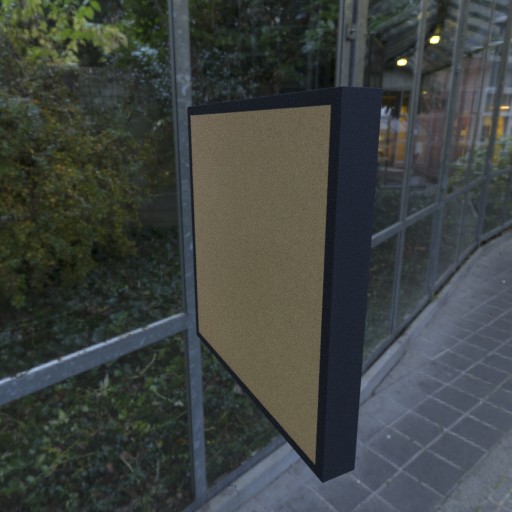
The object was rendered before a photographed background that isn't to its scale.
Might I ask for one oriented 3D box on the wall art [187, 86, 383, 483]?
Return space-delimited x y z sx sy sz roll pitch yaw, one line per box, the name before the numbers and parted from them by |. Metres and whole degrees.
wall art | 0.000 0.000 0.458 0.033 0.304 0.305 -8 18 -26
